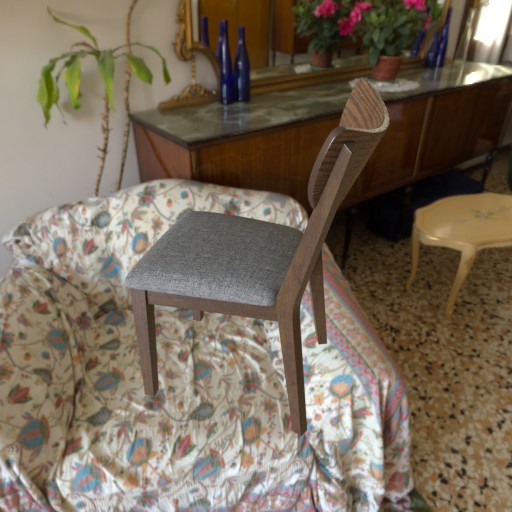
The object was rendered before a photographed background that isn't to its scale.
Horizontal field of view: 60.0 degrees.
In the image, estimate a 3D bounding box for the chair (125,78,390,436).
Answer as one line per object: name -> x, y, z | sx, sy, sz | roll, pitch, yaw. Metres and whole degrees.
chair -> 0.000, 0.000, 1.198 | 0.583, 0.849, 0.491 | 9, 33, 14
